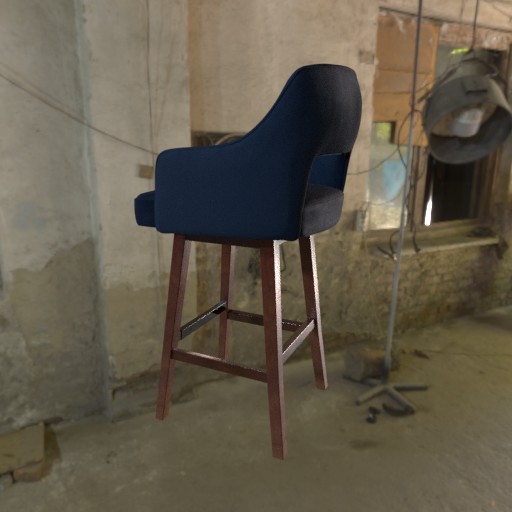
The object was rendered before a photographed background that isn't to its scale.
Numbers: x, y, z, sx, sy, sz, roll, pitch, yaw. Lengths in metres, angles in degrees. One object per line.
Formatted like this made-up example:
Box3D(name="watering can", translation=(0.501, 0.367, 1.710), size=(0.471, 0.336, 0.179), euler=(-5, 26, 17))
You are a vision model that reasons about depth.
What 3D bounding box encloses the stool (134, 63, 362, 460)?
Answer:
Box3D(name="stool", translation=(0.000, 0.000, 1.364), size=(0.560, 1.041, 0.550), euler=(7, 16, 25))
